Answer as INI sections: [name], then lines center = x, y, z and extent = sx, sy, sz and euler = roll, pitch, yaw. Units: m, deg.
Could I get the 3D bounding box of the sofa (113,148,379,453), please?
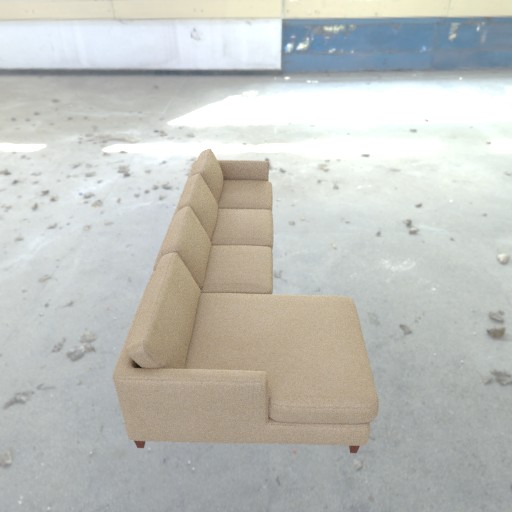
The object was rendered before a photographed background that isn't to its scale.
[sofa]
center = 0.000, 0.000, 3.809
extent = 1.502, 0.876, 3.201
euler = 1, 34, 1
